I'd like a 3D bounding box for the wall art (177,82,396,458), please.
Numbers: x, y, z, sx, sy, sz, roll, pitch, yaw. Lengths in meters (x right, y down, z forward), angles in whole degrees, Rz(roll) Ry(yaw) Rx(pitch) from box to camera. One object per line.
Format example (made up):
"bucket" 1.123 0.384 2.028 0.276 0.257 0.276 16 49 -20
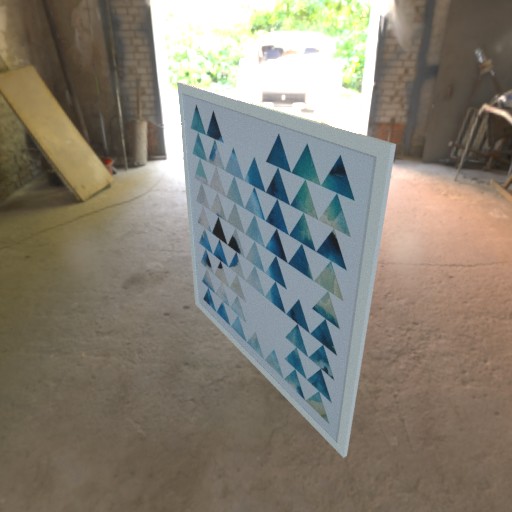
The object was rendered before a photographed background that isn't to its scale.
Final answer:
"wall art" 0.000 0.000 1.229 0.012 0.809 0.809 -19 35 -30
